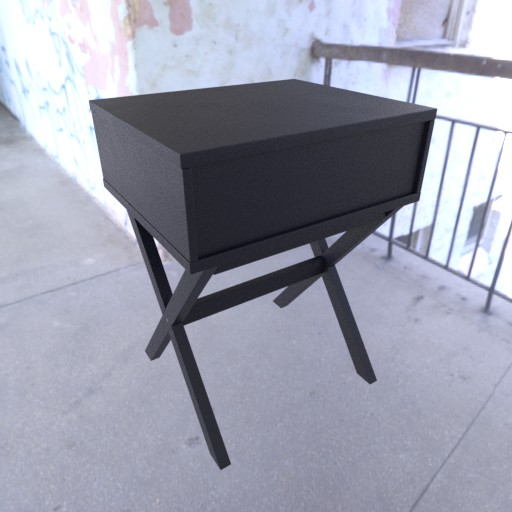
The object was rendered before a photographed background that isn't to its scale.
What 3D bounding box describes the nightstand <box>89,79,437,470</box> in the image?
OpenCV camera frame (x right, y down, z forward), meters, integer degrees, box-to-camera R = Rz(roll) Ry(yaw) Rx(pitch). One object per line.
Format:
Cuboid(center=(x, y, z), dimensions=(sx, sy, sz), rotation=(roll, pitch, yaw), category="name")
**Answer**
Cuboid(center=(0.000, 0.000, 0.943), dimensions=(0.479, 0.623, 0.402), rotation=(-18, 34, -28), category="nightstand")
